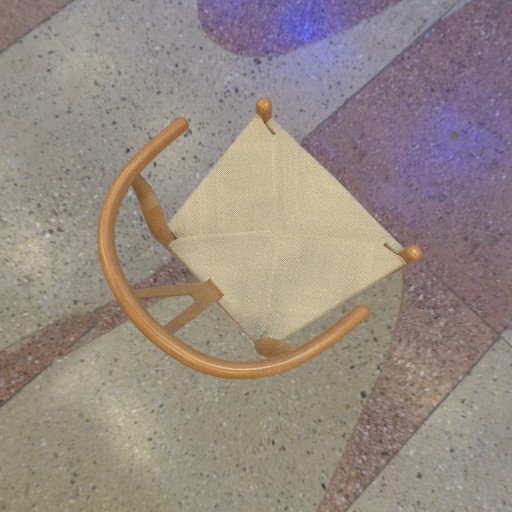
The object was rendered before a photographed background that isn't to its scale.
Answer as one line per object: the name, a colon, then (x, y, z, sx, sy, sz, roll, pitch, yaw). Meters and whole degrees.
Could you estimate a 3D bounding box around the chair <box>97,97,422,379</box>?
chair: (0.000, 0.000, 1.156, 0.579, 0.730, 0.569, -42, 81, -8)
